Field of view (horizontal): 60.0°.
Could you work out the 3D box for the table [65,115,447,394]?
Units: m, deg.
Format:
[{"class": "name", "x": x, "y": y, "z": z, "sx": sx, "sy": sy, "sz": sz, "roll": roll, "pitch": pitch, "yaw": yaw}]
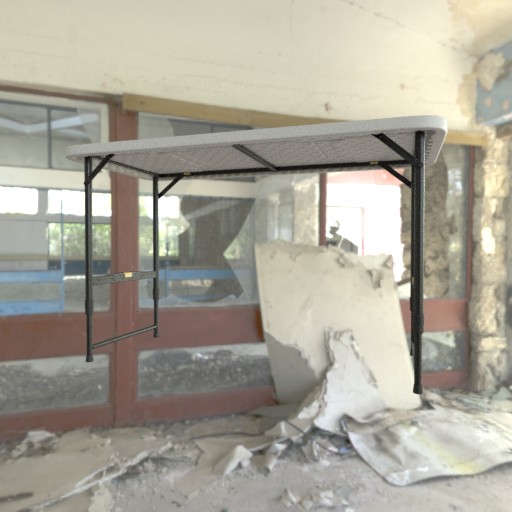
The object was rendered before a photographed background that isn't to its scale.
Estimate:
[{"class": "table", "x": 0.000, "y": 0.000, "z": 1.587, "sx": 1.219, "sy": 0.737, "sz": 0.610, "roll": 0, "pitch": 1, "yaw": 18}]
